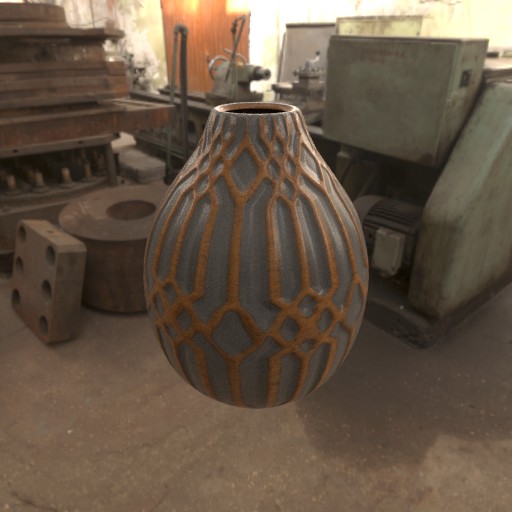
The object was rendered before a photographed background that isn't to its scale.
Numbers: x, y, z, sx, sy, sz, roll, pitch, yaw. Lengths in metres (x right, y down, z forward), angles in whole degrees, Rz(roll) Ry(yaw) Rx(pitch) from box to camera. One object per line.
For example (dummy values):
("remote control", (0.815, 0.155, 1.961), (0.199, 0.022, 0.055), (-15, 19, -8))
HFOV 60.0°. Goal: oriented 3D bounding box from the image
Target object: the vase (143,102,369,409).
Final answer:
("vase", (0.000, 0.000, 0.137), (0.069, 0.088, 0.069), (0, 26, 0))
